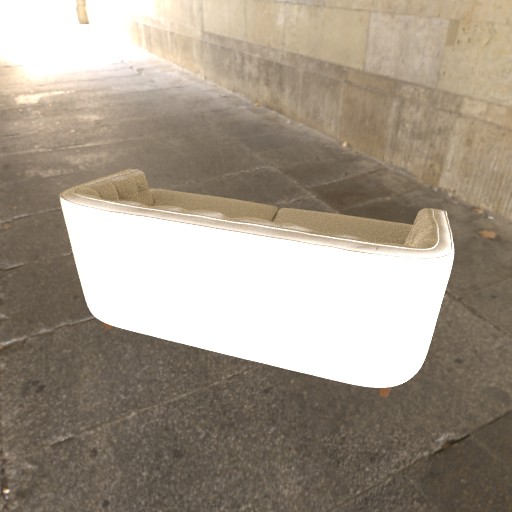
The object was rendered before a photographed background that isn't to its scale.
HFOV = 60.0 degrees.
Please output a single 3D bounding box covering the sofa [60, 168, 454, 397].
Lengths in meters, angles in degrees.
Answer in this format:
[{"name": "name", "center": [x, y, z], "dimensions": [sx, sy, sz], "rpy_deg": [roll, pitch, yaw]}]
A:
[{"name": "sofa", "center": [0.000, 0.000, 2.250], "dimensions": [1.733, 0.855, 0.941], "rpy_deg": [10, 34, 15]}]
